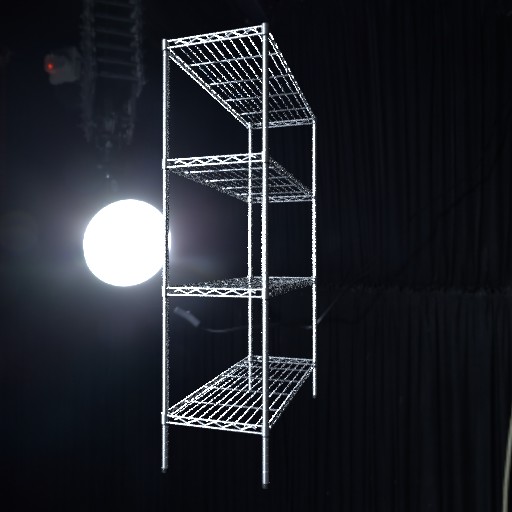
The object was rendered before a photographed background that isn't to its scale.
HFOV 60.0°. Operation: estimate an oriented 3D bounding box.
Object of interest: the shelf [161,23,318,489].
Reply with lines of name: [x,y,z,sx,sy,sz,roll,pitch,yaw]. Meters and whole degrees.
shelf: [0.000,0.000,1.772,0.352,1.360,0.907,0,-1,17]
